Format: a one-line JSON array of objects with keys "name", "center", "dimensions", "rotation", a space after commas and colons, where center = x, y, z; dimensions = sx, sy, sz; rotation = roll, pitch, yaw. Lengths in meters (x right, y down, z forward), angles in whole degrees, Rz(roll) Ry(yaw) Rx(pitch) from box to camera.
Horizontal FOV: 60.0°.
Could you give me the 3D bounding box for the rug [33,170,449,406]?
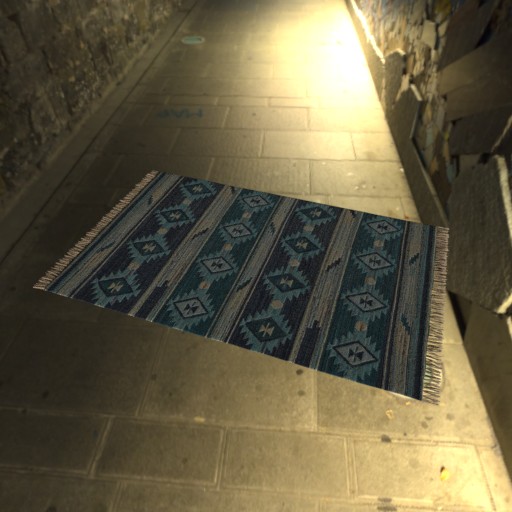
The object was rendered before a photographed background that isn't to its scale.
[{"name": "rug", "center": [0.000, 0.000, 2.362], "dimensions": [1.936, 0.028, 1.181], "rotation": [13, 43, 15]}]
